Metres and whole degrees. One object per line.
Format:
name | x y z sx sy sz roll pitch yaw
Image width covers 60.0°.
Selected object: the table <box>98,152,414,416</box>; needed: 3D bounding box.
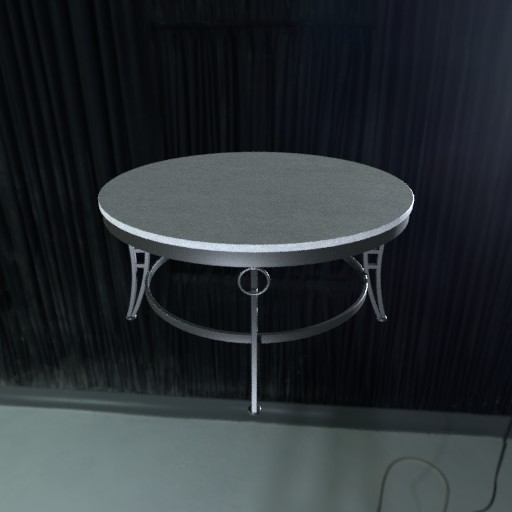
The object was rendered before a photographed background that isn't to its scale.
table | 0.000 0.000 1.411 0.889 0.470 0.889 0 25 0
